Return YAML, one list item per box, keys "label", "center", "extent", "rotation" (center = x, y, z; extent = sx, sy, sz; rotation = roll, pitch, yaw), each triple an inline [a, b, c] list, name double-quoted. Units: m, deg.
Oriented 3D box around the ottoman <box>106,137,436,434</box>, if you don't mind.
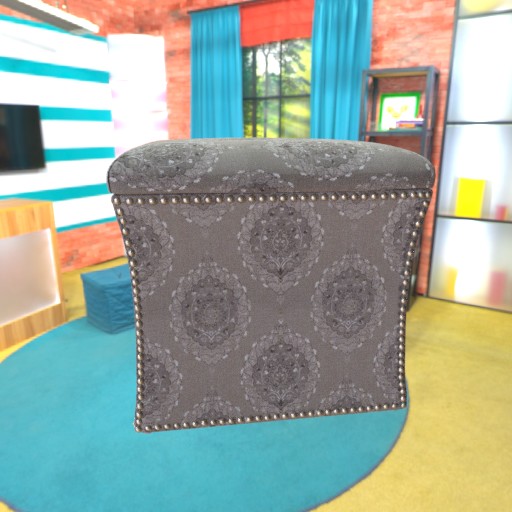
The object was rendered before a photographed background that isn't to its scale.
- label: "ottoman"
  center: [0.000, 0.000, 0.916]
  extent: [0.507, 0.473, 0.497]
  rotation: [-2, 15, -8]
